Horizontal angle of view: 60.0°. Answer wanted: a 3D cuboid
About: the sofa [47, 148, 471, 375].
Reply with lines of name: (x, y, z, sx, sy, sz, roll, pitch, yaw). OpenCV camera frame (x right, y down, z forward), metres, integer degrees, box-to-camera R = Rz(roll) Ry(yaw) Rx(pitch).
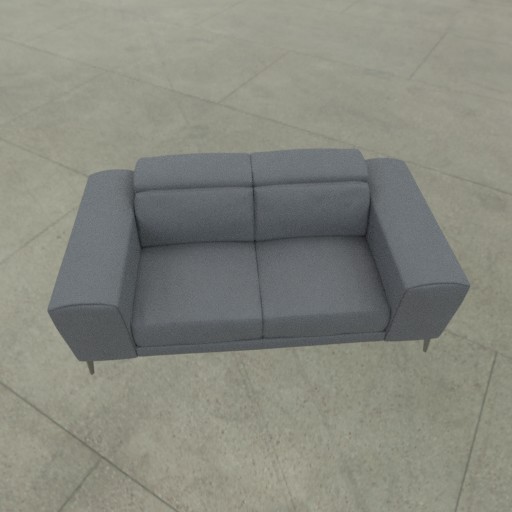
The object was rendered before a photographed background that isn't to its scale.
sofa: (0.000, 0.000, 2.439, 1.895, 0.779, 1.003, -3, 46, -3)
